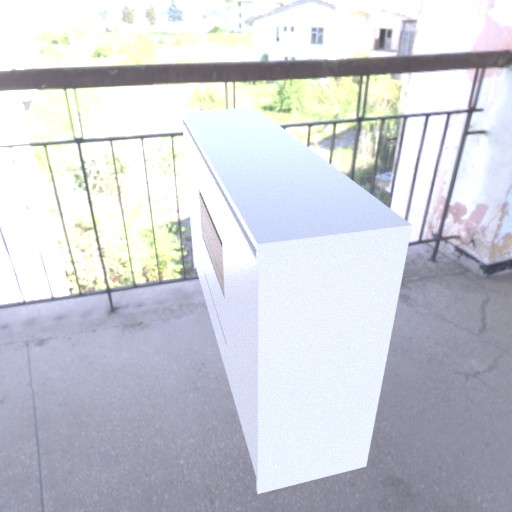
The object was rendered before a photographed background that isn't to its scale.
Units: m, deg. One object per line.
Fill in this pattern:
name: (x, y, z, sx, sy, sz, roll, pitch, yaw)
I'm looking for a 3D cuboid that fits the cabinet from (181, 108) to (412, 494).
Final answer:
cabinet: (0.000, 0.000, 1.837, 0.380, 0.900, 1.450, -7, 30, -13)
